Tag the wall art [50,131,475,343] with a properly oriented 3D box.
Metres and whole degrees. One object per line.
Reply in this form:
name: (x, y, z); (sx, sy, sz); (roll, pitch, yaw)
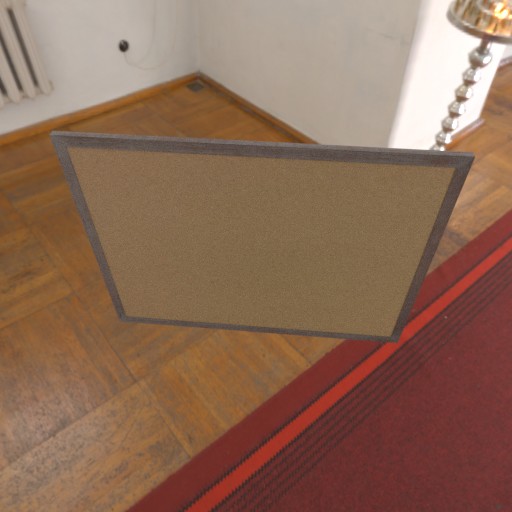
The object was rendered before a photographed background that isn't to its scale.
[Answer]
wall art: (0.000, 0.000, 1.335); (1.012, 0.774, 0.019); (4, 46, 4)
